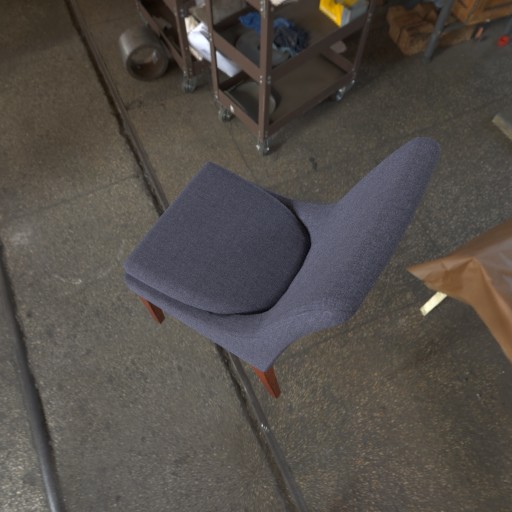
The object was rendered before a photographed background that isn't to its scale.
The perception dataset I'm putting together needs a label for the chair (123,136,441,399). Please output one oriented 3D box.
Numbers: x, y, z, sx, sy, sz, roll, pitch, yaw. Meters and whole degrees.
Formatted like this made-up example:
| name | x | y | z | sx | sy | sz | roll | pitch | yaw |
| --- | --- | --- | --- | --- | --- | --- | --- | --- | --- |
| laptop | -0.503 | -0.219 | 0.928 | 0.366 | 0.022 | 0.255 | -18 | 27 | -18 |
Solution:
| name | x | y | z | sx | sy | sz | roll | pitch | yaw |
| --- | --- | --- | --- | --- | --- | --- | --- | --- | --- |
| chair | 0.000 | 0.000 | 1.304 | 0.655 | 0.952 | 0.508 | 29 | 67 | 13 |
